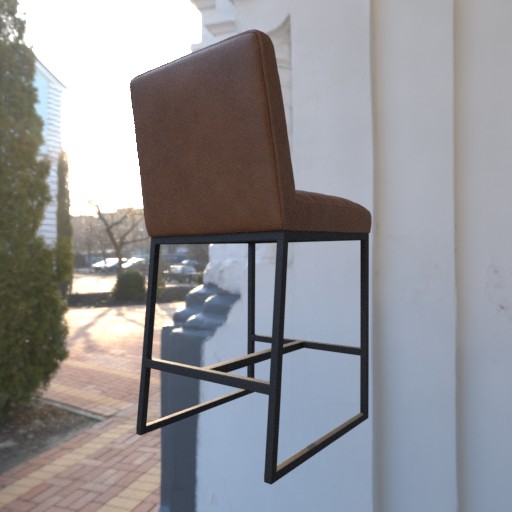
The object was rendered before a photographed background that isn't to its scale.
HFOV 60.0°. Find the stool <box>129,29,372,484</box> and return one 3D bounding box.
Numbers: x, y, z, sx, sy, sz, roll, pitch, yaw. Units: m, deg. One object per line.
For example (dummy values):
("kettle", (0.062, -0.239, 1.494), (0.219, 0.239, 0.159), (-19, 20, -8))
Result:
("stool", (0.000, 0.000, 1.226), (0.458, 0.940, 0.556), (-1, -1, 37))
